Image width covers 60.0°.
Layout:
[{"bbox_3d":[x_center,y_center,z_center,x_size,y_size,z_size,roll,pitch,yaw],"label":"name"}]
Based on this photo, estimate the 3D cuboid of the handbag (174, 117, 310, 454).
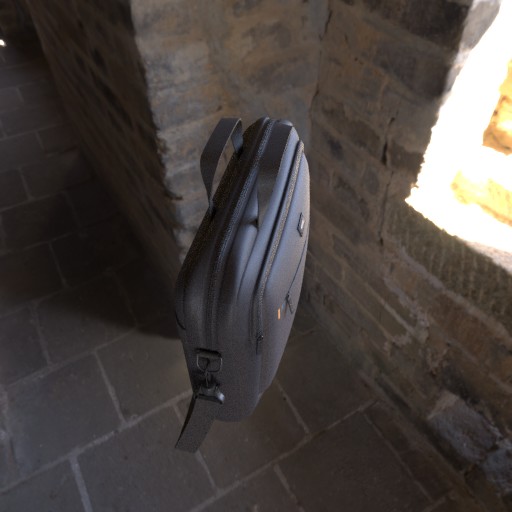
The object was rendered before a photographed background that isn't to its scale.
[{"bbox_3d":[0.000,0.000,0.579,0.126,0.330,0.429,9,47,9],"label":"handbag"}]
